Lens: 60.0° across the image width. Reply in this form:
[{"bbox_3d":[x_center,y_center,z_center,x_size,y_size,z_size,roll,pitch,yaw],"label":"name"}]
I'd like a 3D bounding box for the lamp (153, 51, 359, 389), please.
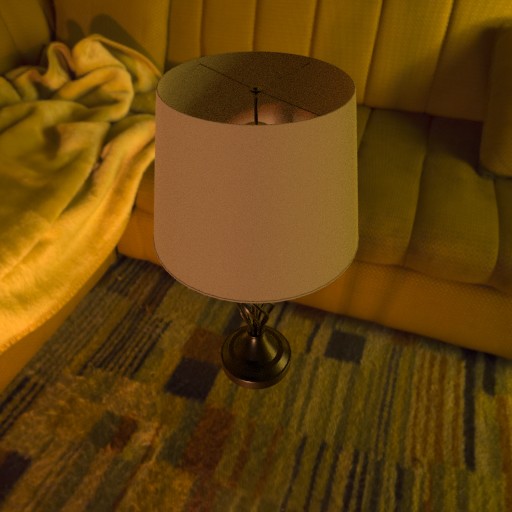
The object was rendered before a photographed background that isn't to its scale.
[{"bbox_3d":[0.000,0.000,0.764,0.331,0.594,0.331,0,41,0],"label":"lamp"}]
